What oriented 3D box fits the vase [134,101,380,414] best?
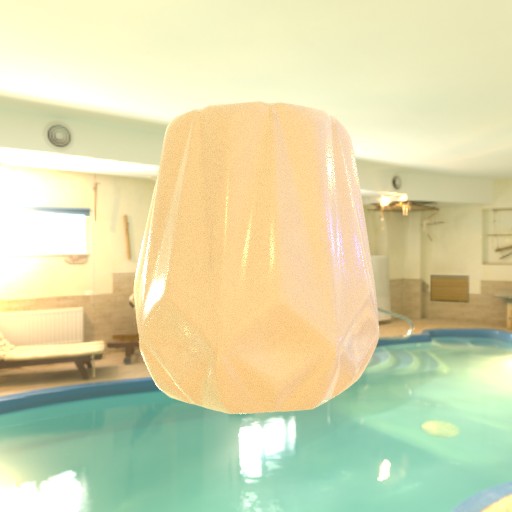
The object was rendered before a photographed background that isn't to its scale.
[{"bbox_3d":[0.000,0.000,0.264,0.141,0.152,0.141,0,1,0],"label":"vase"}]
